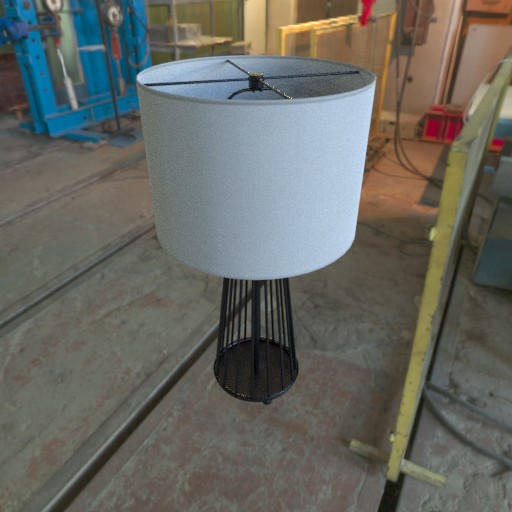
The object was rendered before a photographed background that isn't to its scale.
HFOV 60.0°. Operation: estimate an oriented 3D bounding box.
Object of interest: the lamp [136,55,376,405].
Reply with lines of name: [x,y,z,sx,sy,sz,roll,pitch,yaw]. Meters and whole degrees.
lamp: [0.000,0.000,0.765,0.322,0.593,0.322,-9,33,-15]
